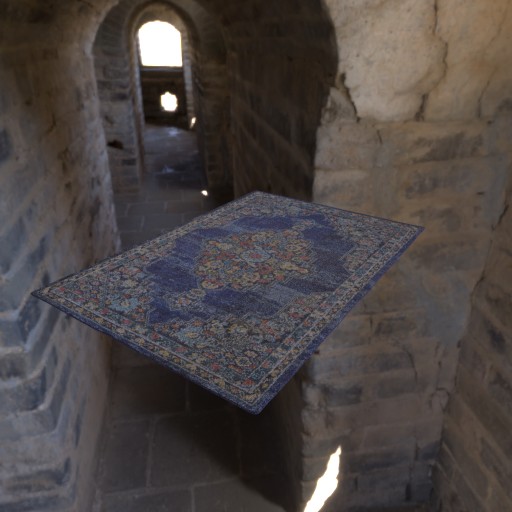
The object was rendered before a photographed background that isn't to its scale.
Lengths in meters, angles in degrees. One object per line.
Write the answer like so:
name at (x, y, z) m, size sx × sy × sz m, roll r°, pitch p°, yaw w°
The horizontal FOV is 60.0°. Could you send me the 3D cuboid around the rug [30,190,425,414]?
rug at (0.000, 0.000, 3.826) m, size 2.053 × 0.011 × 2.940 m, roll 17°, pitch 31°, yaw 31°
